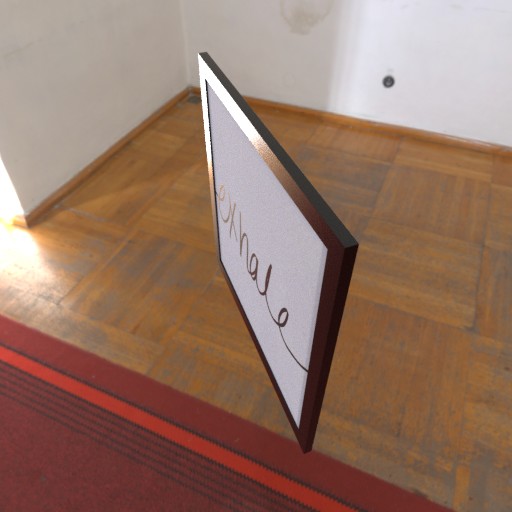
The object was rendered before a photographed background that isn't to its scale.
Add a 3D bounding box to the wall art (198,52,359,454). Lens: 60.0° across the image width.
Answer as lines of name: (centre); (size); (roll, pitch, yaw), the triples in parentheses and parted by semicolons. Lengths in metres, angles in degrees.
wall art: (0.000, 0.000, 0.674); (0.014, 0.445, 0.446); (-15, 47, -15)
